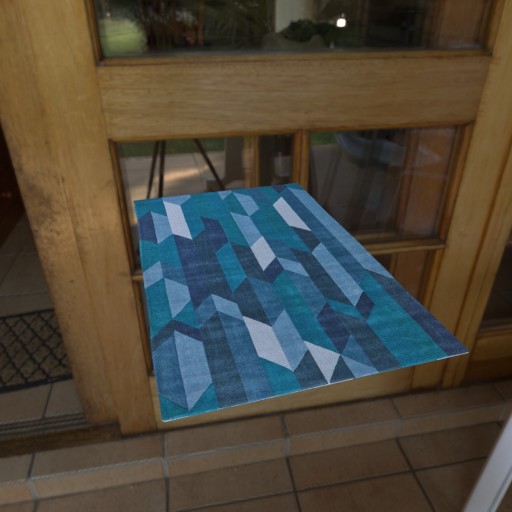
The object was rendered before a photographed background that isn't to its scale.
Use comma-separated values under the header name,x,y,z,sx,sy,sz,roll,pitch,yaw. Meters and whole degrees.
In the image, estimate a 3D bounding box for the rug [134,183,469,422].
name,x,y,z,sx,sy,sz,roll,pitch,yaw
rug,0.000,0.000,3.032,1.528,0.005,2.420,-8,31,-14
